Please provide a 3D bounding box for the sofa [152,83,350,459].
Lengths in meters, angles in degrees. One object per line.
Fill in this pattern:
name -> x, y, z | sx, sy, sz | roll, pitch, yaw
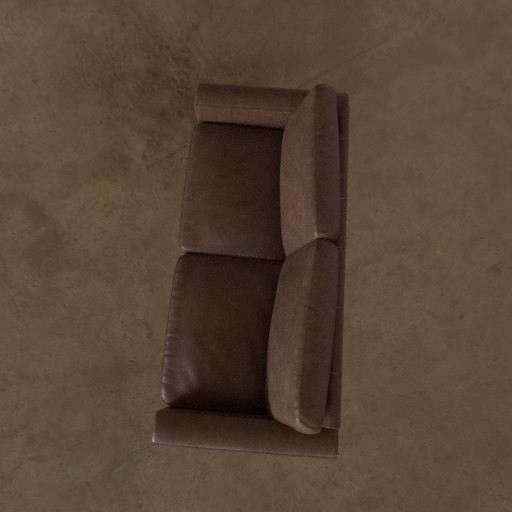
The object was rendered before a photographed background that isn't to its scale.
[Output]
sofa -> 0.000, 0.000, 2.689 | 1.016, 0.873, 2.179 | 4, 76, 1
